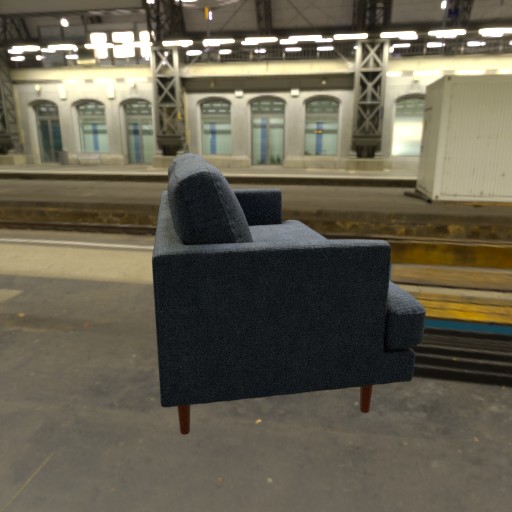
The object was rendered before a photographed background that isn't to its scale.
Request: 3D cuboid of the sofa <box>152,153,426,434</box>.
[{"bbox_3d":[0.000,0.000,2.141,0.903,0.944,1.582,-3,15,-10],"label":"sofa"}]
